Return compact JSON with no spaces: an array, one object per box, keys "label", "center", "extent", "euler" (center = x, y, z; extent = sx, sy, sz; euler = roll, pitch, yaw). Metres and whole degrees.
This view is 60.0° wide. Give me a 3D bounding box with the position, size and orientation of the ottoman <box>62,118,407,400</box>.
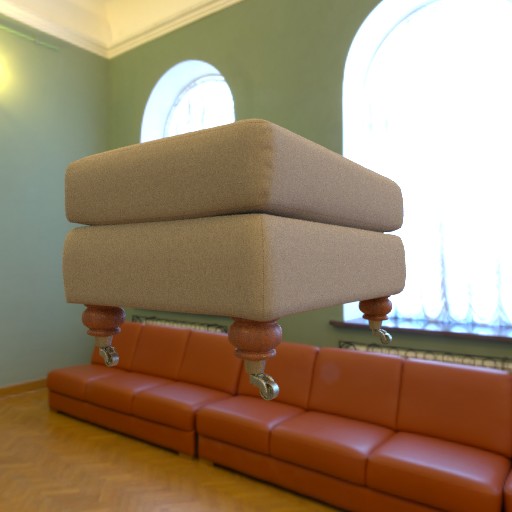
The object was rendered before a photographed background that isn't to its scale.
[{"label":"ottoman","center":[0.000,0.000,1.149],"extent":[0.574,0.497,0.773],"euler":[0,-1,35]}]
